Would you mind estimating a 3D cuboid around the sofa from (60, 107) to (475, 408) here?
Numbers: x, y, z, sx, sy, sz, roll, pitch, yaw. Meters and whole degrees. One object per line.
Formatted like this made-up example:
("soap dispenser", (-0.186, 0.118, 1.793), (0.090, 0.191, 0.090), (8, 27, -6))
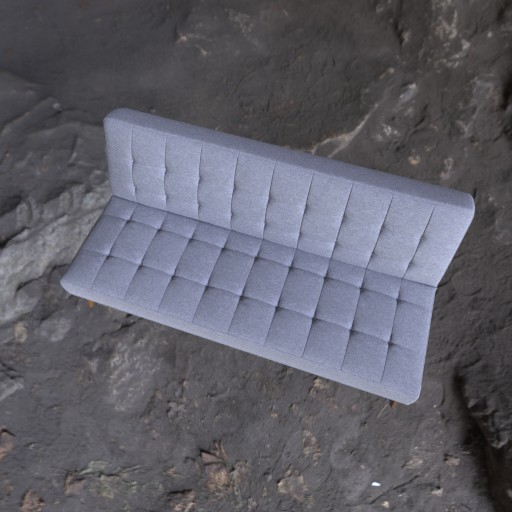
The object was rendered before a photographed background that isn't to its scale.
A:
("sofa", (0.000, 0.000, 2.223), (1.800, 0.810, 0.860), (16, 61, 9))
